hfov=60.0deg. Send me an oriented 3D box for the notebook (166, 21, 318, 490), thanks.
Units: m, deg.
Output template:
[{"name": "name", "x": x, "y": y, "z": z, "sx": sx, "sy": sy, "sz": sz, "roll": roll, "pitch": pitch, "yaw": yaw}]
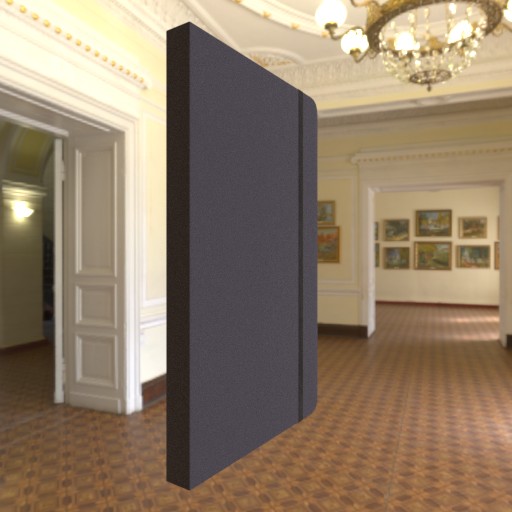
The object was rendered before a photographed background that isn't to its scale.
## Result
[{"name": "notebook", "x": 0.000, "y": 0.000, "z": 0.257, "sx": 0.016, "sy": 0.213, "sz": 0.127, "roll": 0, "pitch": 0, "yaw": 35}]
